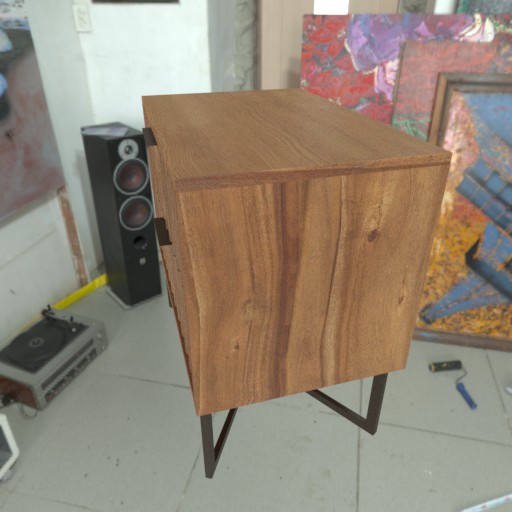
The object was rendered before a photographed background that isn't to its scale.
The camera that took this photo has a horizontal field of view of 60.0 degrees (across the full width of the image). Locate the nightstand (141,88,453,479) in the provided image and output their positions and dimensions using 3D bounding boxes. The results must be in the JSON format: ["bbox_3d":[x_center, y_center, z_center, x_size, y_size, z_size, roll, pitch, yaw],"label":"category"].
[{"bbox_3d":[0.000,0.000,1.009,0.427,0.615,0.613,-8,31,-14],"label":"nightstand"}]
